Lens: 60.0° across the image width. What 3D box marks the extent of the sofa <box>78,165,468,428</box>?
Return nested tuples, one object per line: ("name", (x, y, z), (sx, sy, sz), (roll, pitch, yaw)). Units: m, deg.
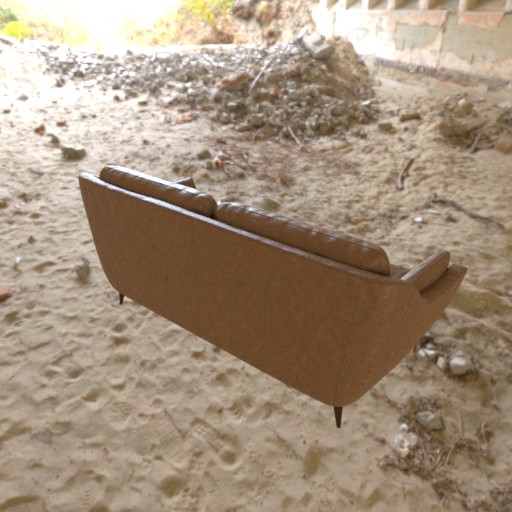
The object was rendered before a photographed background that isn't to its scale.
("sofa", (0.000, 0.000, 2.357), (1.902, 0.839, 0.904), (21, 35, 32))
